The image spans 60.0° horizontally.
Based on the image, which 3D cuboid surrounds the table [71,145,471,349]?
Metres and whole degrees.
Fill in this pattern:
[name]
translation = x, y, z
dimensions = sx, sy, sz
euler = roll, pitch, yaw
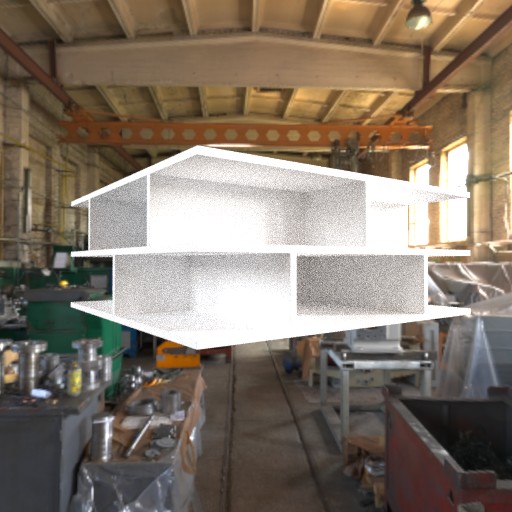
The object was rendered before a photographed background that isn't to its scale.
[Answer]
[table]
translation = 0.000, 0.000, 1.090
dimensions = 0.700, 0.289, 0.700
euler = 1, -1, -36
